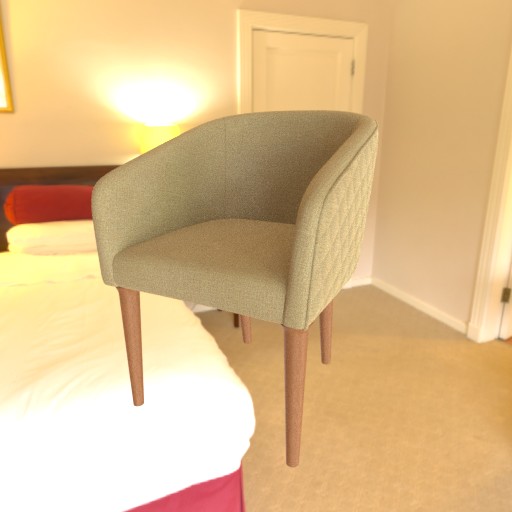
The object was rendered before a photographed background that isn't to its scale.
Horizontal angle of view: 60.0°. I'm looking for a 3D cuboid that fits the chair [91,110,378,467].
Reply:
[{"bbox_3d":[0.000,0.000,1.216,0.584,0.775,0.616,9,19,28],"label":"chair"}]
